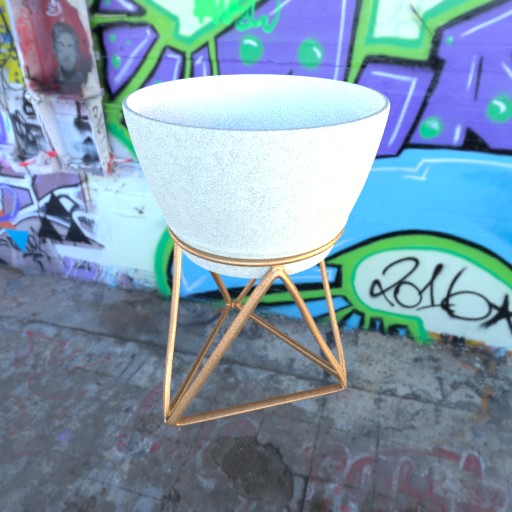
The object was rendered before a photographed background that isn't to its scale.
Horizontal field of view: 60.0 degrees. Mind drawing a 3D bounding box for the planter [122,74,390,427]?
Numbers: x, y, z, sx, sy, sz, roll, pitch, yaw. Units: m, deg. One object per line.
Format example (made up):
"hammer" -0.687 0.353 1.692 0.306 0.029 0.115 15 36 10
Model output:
"planter" 0.000 0.000 0.726 0.350 0.504 0.350 8 32 13
